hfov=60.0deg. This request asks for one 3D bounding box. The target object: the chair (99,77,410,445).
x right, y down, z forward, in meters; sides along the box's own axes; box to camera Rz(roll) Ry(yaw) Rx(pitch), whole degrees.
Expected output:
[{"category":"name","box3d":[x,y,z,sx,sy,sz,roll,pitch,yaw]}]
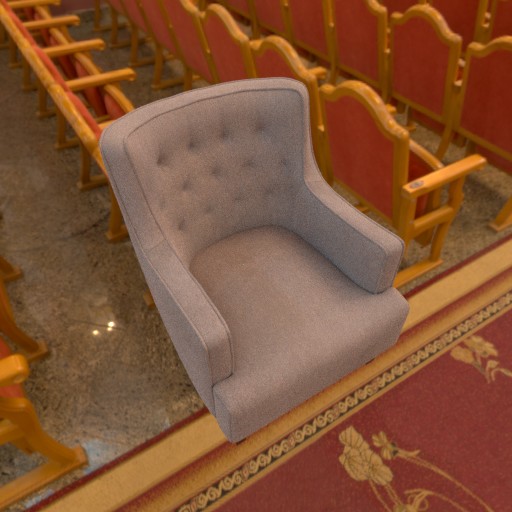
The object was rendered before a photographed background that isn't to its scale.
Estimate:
[{"category":"chair","box3d":[0.000,0.000,1.619,0.781,0.919,0.910,-24,51,-22]}]
